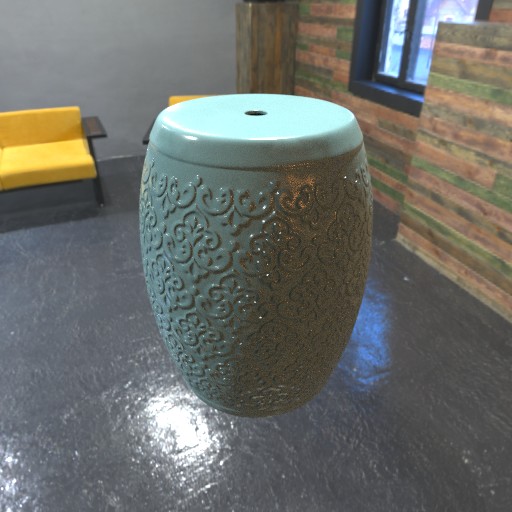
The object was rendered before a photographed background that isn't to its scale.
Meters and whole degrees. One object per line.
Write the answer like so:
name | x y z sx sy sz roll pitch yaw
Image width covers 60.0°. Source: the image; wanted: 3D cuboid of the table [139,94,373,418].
table | 0.000 0.000 0.624 0.309 0.397 0.309 0 31 0
